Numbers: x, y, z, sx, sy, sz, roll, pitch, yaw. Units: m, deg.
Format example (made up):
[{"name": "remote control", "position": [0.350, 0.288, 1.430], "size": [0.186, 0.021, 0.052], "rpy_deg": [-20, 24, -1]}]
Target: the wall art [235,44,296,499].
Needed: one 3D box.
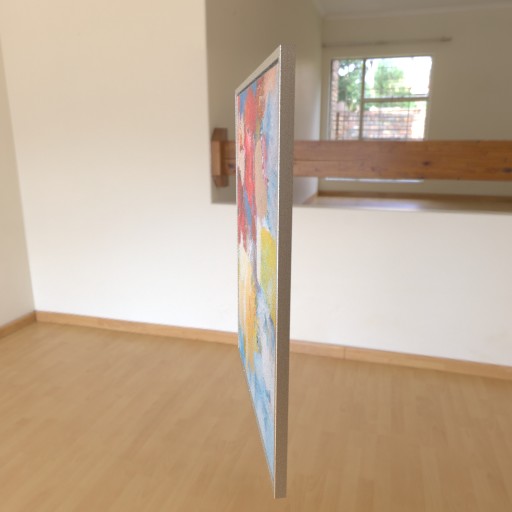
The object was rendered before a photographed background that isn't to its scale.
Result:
[{"name": "wall art", "position": [0.000, 0.000, 1.370], "size": [0.030, 1.046, 0.816], "rpy_deg": [-2, 15, -8]}]
